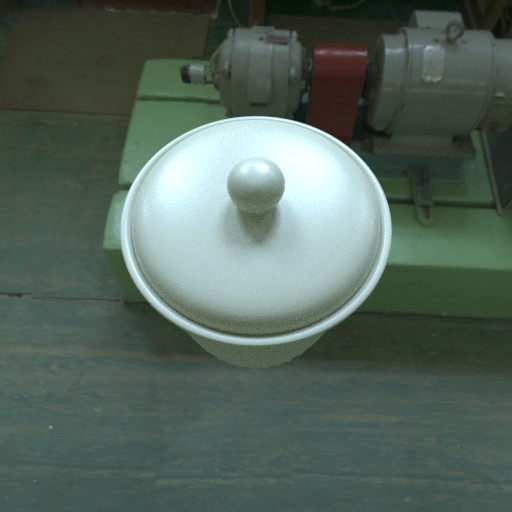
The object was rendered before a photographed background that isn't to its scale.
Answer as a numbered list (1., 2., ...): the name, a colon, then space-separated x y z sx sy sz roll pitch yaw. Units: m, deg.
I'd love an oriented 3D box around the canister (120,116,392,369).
1. canister: 0.000 0.000 0.349 0.181 0.211 0.181 0 62 0
